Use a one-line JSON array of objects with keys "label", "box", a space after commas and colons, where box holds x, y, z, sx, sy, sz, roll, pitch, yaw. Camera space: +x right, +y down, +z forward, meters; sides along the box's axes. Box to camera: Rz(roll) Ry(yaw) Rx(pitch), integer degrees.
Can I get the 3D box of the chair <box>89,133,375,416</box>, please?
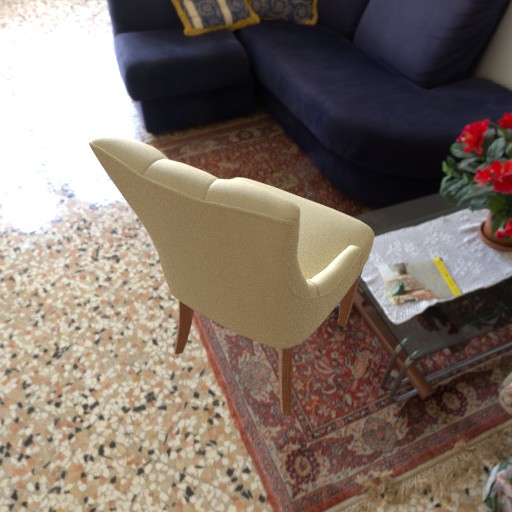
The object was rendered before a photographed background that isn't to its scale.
[{"label": "chair", "box": [0.000, 0.000, 1.215, 0.509, 0.874, 0.565, 24, 51, 21]}]
